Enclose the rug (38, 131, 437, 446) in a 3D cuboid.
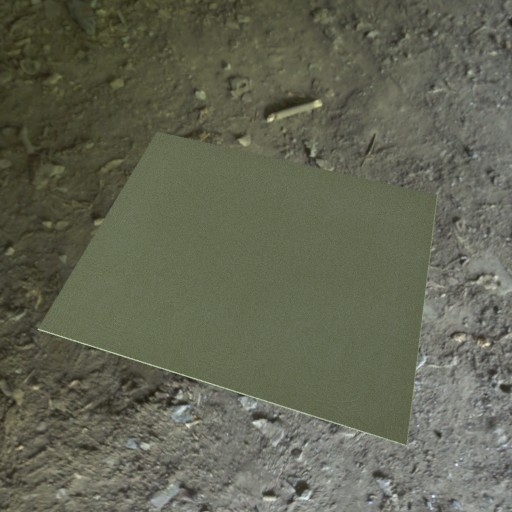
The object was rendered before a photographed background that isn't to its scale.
[{"bbox_3d":[0.000,0.000,3.442,2.584,0.011,2.073,15,60,9],"label":"rug"}]
